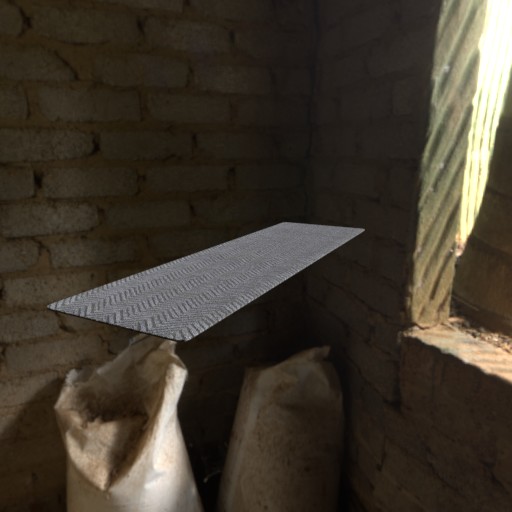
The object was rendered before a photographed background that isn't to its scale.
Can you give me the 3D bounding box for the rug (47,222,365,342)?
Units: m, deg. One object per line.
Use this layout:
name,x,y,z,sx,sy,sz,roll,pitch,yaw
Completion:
rug,0.000,0.000,2.569,0.686,0.008,2.286,7,16,27
